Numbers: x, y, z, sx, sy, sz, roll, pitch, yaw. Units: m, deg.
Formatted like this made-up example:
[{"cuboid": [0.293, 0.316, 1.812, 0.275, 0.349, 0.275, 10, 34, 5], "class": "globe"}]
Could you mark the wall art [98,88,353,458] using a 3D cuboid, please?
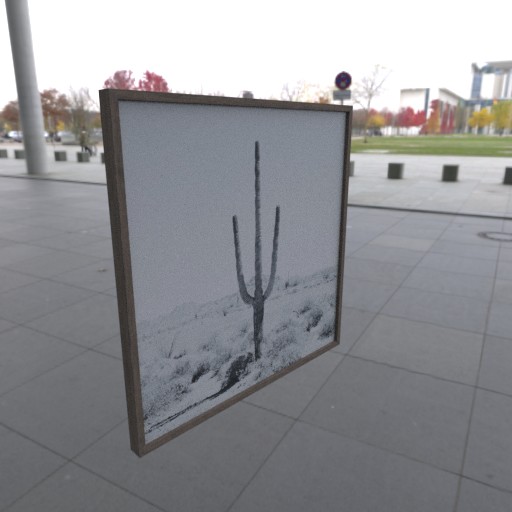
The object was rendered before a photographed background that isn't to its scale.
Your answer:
[{"cuboid": [0.000, 0.000, 1.142, 0.038, 0.762, 0.762, 15, 22, 43], "class": "wall art"}]
